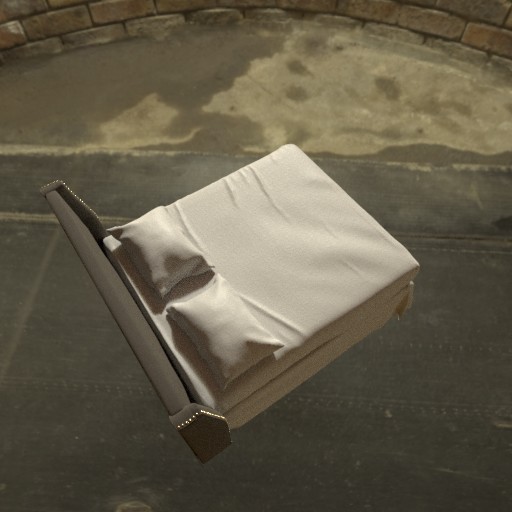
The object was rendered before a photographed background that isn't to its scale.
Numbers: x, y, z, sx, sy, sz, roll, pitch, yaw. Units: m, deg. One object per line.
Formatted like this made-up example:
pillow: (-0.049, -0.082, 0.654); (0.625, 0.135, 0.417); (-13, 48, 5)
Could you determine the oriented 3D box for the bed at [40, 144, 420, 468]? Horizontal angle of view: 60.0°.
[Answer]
bed: (0.000, 0.000, 3.453); (2.276, 1.332, 1.925); (-30, 63, -18)
